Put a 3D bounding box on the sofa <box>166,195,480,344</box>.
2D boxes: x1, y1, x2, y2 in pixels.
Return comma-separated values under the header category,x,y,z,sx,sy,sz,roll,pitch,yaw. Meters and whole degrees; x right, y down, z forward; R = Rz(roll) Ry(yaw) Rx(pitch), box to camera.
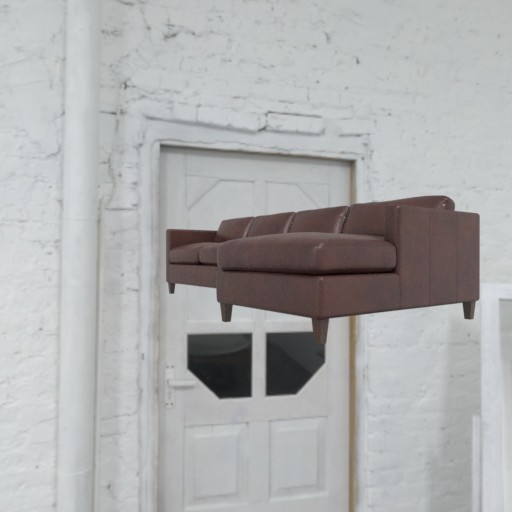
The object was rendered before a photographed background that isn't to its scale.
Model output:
category,x,y,z,sx,sy,sz,roll,pitch,yaw
sofa,0.000,0.000,3.939,1.581,0.883,3.203,0,0,-36
